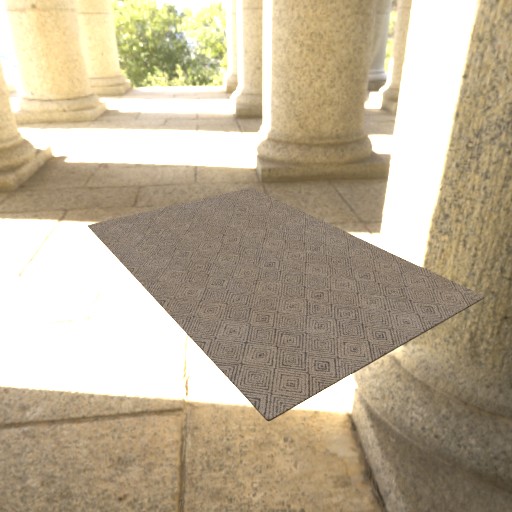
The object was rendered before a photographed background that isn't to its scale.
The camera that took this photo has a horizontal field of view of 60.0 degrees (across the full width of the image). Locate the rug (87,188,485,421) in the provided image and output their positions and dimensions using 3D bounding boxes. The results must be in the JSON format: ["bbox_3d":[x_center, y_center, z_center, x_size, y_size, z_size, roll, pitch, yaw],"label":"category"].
[{"bbox_3d":[0.000,0.000,2.267,1.175,0.008,1.783,-18,33,-31],"label":"rug"}]
